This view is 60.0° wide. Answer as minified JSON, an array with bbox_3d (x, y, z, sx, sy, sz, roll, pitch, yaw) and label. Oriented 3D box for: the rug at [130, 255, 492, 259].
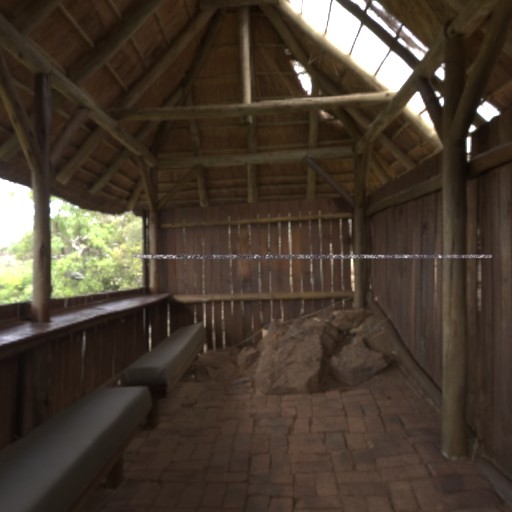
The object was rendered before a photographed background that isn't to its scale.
[{"bbox_3d":[0.000,0.000,2.257,1.186,0.012,1.814,0,0,-18],"label":"rug"}]
